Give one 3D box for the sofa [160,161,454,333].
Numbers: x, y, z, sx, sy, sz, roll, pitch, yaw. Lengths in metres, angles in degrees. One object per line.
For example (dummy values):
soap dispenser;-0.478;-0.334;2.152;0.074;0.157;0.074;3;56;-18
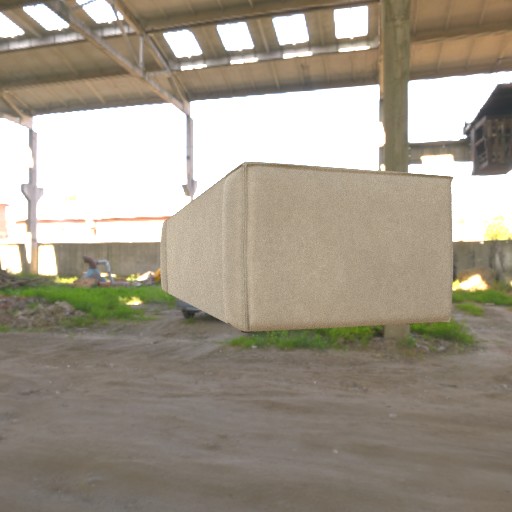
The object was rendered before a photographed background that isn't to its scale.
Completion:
sofa;0.000;0.000;3.050;1.038;0.680;2.697;0;-1;-18
